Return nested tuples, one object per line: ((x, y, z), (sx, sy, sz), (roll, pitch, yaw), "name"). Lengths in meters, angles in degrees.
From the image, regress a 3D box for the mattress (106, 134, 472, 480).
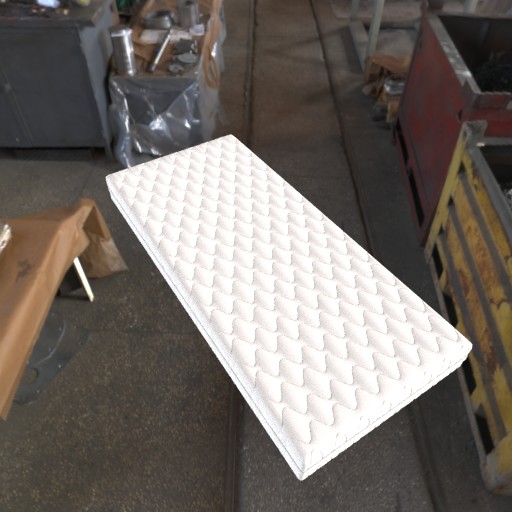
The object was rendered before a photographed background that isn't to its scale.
((0.000, 0.000, 2.329), (0.900, 0.200, 2.000), (-25, 51, -22), "mattress")
